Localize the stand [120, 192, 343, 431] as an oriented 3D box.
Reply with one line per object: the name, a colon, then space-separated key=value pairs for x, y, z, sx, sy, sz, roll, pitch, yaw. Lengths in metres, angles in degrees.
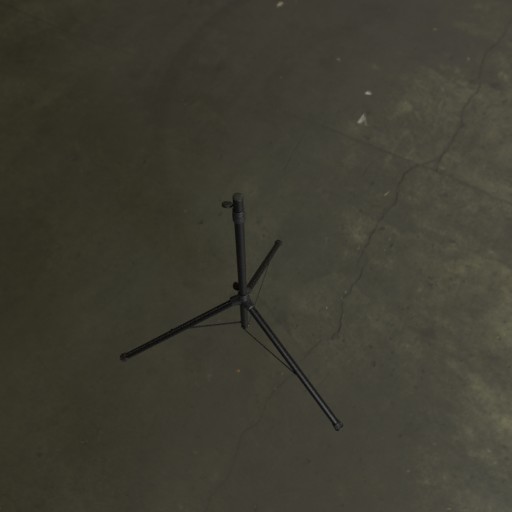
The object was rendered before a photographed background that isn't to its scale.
stand: x=0.000 y=0.000 z=2.684 sx=1.596 sy=1.595 sz=1.339 roll=16 pitch=59 yaw=10
